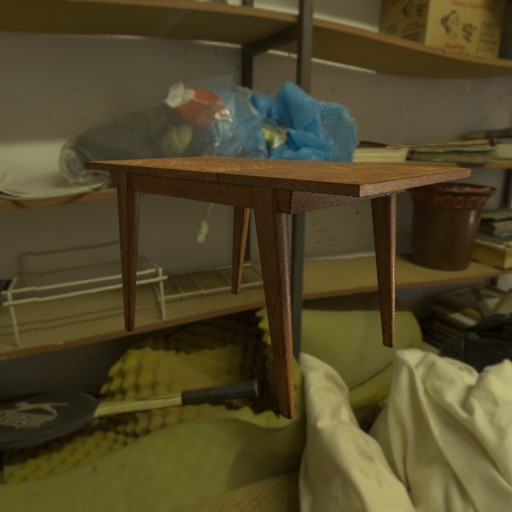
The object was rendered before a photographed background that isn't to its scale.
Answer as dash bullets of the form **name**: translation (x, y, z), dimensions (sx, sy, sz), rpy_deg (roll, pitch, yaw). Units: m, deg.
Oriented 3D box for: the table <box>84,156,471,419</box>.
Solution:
- **table**: translation (0.000, 0.000, 1.880), dimensions (1.400, 0.760, 0.757), rpy_deg (14, 20, 42)
